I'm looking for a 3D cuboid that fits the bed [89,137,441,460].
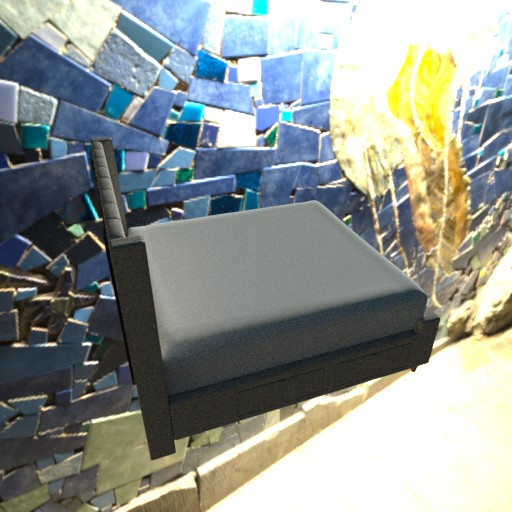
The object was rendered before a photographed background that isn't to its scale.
[{"bbox_3d":[0.000,0.000,3.838,2.372,1.748,2.044,-11,33,-17],"label":"bed"}]
